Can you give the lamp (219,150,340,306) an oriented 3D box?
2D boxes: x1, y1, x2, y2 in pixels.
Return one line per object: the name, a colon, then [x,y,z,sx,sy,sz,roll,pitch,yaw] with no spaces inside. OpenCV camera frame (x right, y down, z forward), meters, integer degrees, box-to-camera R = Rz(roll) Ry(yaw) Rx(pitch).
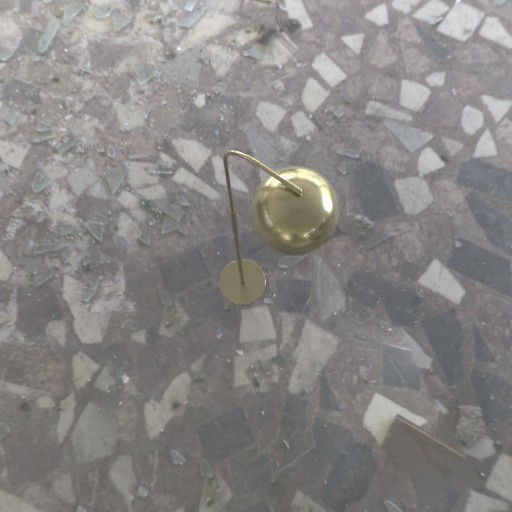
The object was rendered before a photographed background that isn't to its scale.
lamp: [0.000,0.000,1.670,0.431,1.526,0.250,36,78,9]
